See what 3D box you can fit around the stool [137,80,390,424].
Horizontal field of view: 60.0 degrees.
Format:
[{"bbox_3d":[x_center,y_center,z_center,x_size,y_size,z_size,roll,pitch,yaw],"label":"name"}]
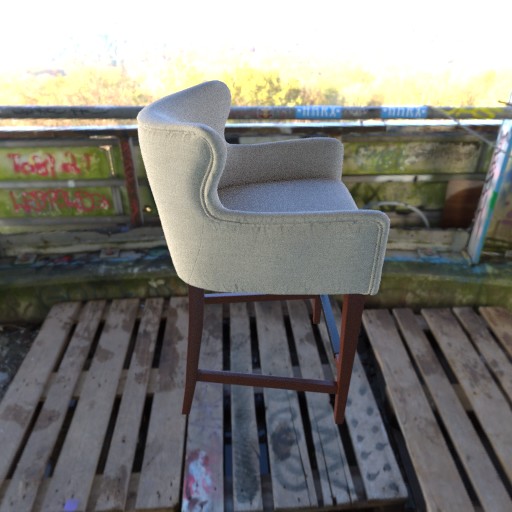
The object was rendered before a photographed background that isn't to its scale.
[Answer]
[{"bbox_3d":[0.000,0.000,1.440,0.637,0.987,0.615,-1,32,-1],"label":"stool"}]
